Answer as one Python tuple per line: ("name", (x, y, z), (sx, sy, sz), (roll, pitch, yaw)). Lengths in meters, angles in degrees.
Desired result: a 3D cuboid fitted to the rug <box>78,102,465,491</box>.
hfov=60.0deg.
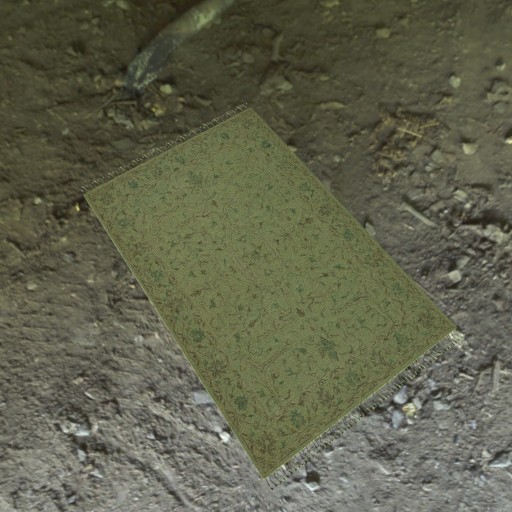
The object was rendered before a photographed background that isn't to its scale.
("rug", (0.000, 0.000, 3.041), (1.544, 0.010, 2.435), (-32, 68, -15))
